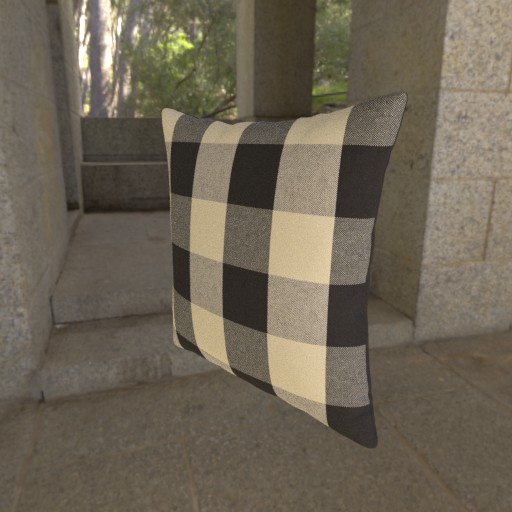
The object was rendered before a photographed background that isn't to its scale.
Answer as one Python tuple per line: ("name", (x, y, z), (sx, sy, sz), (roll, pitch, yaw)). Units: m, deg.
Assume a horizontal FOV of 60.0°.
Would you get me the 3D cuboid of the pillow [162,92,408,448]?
("pillow", (0.000, 0.000, 0.772), (0.511, 0.509, 0.161), (15, 21, 42))
